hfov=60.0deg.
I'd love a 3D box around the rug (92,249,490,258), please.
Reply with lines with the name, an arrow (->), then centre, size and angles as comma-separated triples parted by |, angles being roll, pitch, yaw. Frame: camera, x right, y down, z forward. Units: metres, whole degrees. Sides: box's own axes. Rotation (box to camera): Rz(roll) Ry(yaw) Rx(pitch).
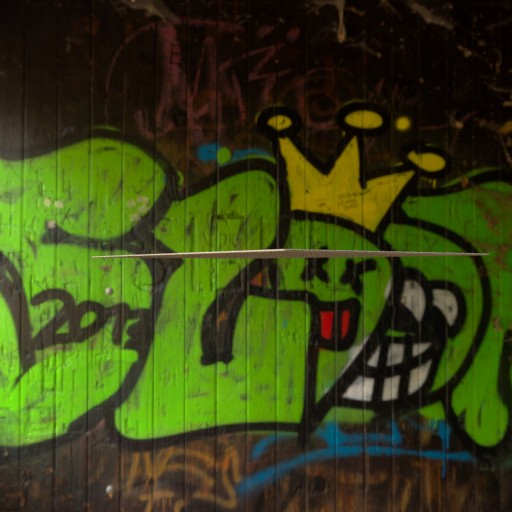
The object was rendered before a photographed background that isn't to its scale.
rug -> 0.000, 0.000, 3.046 | 1.523, 0.008, 2.438 | 1, -1, -36
